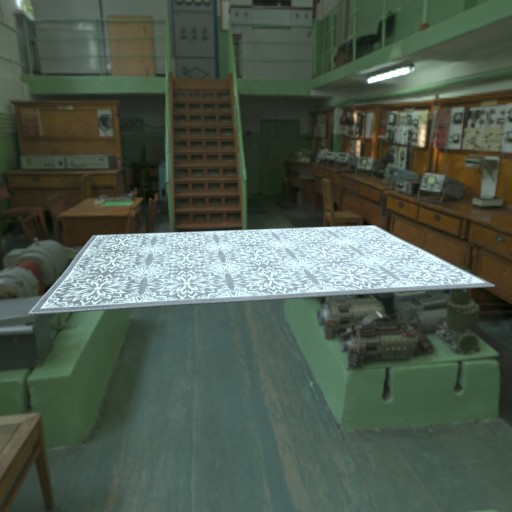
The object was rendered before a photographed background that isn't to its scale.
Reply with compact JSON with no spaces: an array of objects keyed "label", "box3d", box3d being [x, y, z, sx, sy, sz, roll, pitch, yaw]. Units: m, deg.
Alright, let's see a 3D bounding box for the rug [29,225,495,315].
[{"label":"rug","box3d":[0.000,0.000,3.428,2.746,0.018,1.819,-3,16,-9]}]
